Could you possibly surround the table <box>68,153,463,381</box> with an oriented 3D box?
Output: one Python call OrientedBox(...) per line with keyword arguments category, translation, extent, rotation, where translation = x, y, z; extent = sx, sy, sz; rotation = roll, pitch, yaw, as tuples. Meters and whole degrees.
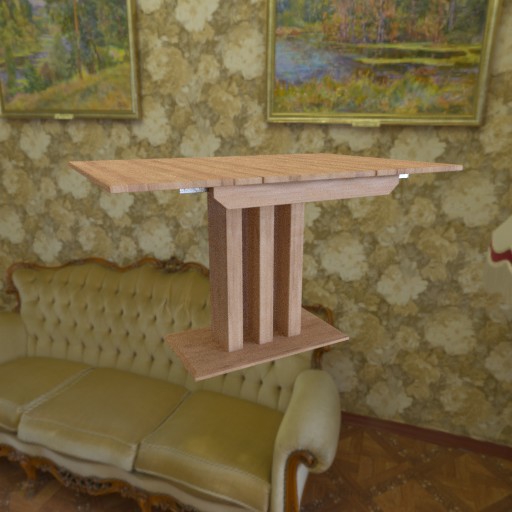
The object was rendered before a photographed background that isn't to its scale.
OrientedBox(category="table", translation=(0.000, 0.000, 1.874), extent=(1.300, 0.770, 0.900), rotation=(-9, 18, -27))
